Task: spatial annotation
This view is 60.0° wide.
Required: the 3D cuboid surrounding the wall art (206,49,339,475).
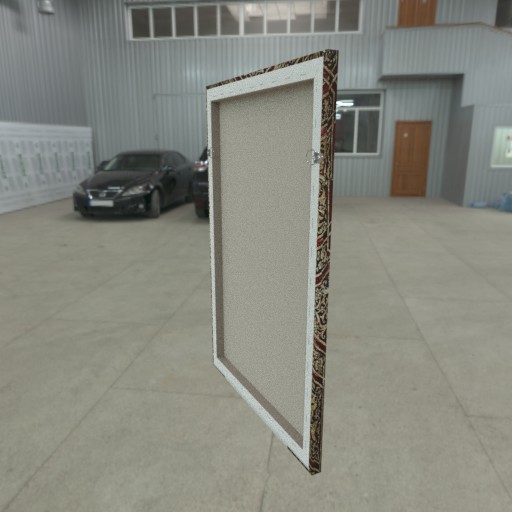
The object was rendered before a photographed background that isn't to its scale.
[{"bbox_3d":[0.000,0.000,1.170,0.030,0.904,0.599,-7,16,-27],"label":"wall art"}]
